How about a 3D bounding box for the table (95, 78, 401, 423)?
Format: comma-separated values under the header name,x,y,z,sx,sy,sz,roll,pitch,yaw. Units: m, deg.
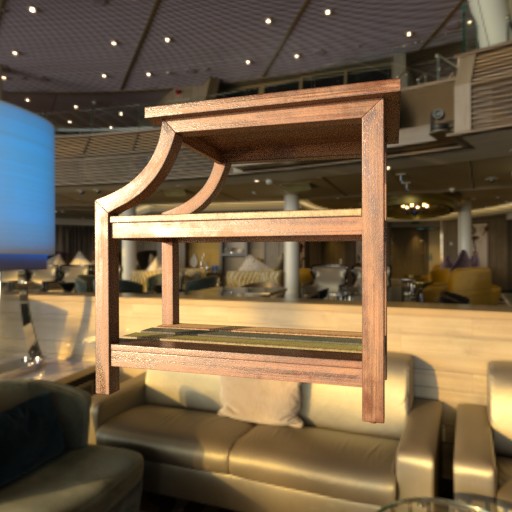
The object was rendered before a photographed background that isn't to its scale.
name,x,y,z,sx,sy,sz,roll,pitch,yaw
table,0.000,0.000,0.987,0.609,0.584,0.356,0,0,17
